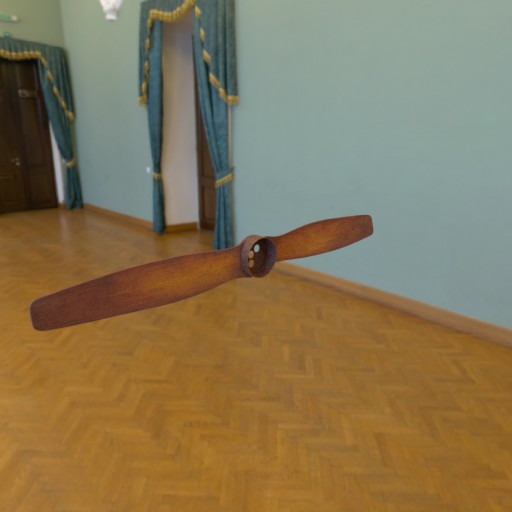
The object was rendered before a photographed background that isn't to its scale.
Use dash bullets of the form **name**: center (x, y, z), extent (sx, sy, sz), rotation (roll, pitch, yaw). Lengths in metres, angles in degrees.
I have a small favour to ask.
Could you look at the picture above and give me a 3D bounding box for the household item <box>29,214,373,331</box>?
- **household item**: center (0.000, 0.000, 1.228), extent (1.181, 0.121, 0.051), rotation (-15, 22, -42)
